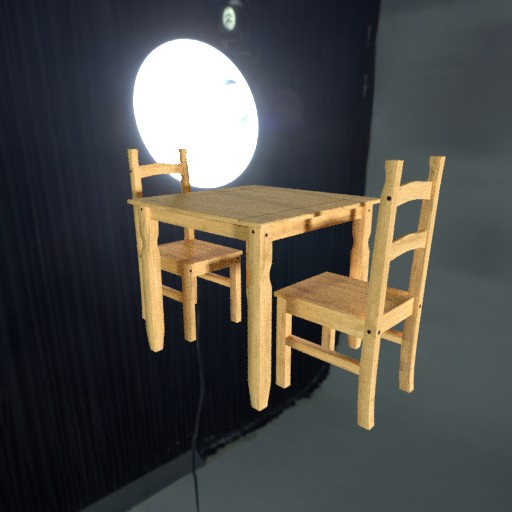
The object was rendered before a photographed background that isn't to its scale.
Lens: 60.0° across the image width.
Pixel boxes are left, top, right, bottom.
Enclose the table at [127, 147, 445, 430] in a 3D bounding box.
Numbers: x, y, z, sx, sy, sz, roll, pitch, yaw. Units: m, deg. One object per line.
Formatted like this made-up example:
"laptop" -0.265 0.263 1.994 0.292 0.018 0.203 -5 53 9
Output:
"table" 0.000 0.000 2.062 1.501 0.942 0.813 14 21 41
